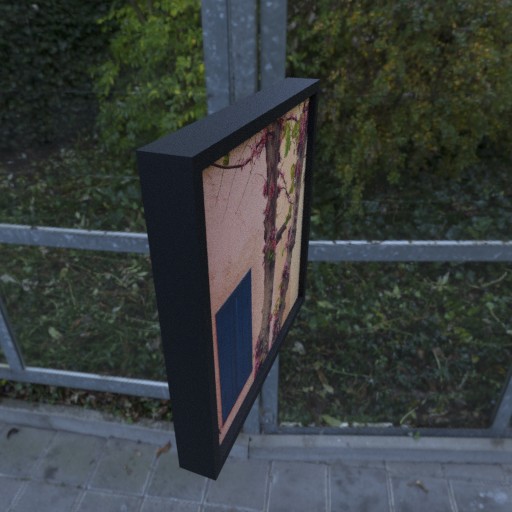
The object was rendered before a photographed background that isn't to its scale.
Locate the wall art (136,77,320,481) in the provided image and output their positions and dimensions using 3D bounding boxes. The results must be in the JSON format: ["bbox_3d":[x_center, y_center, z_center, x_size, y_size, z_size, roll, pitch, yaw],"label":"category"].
[{"bbox_3d":[0.000,0.000,0.459,0.038,0.304,0.305,11,32,18],"label":"wall art"}]
